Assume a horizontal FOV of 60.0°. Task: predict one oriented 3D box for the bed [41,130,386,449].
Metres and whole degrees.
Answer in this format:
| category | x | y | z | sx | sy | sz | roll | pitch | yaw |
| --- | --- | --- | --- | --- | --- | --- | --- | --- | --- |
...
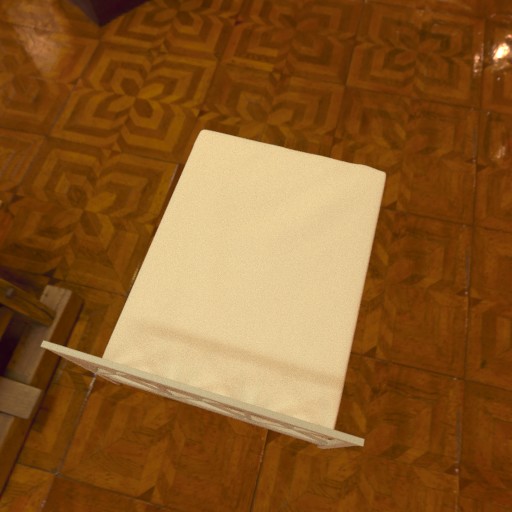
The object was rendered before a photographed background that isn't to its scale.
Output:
| category | x | y | z | sx | sy | sz | roll | pitch | yaw |
| --- | --- | --- | --- | --- | --- | --- | --- | --- | --- |
| bed | 0.000 | 0.000 | 3.162 | 1.673 | 1.253 | 2.135 | 15 | 67 | 7 |
